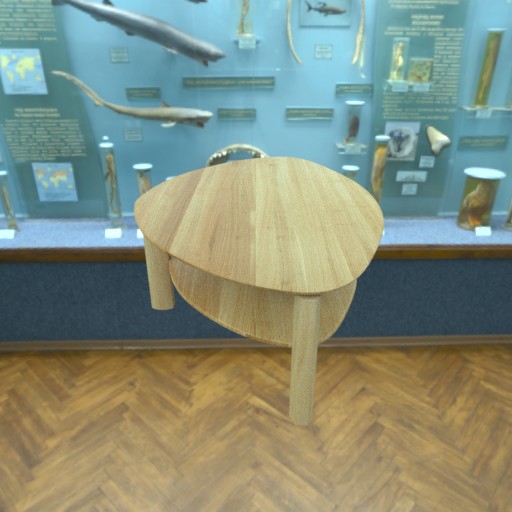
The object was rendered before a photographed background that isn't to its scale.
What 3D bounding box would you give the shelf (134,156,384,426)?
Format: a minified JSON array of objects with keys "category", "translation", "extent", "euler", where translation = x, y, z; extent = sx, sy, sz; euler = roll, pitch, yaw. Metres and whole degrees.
[{"category":"shelf","translation":[0.000,0.000,1.660],"extent":[0.845,0.440,1.246],"euler":[0,27,0]}]
